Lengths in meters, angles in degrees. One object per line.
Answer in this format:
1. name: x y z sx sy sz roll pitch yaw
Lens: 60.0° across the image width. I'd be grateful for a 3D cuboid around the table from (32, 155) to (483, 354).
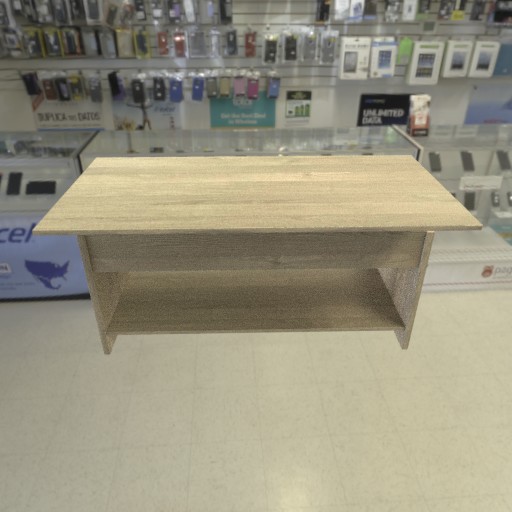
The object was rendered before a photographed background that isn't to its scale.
1. table: 0.000 0.000 1.432 1.000 0.570 0.712 -1 31 -1
